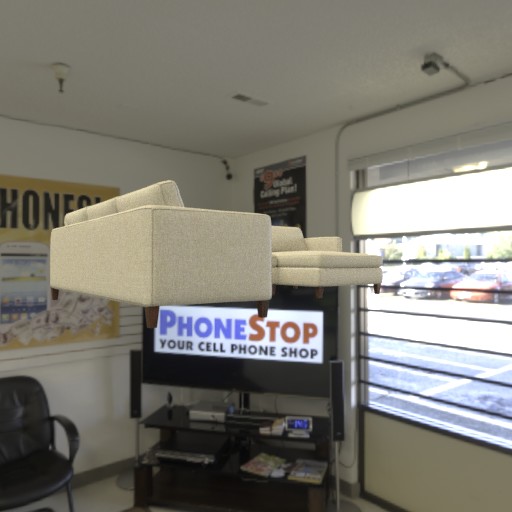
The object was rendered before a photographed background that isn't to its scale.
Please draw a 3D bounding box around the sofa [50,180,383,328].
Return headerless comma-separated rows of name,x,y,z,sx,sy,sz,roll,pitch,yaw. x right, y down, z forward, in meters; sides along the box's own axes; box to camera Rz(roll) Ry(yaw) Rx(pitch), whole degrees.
sofa,0.000,0.000,4.519,3.403,0.889,2.551,1,-1,-37
